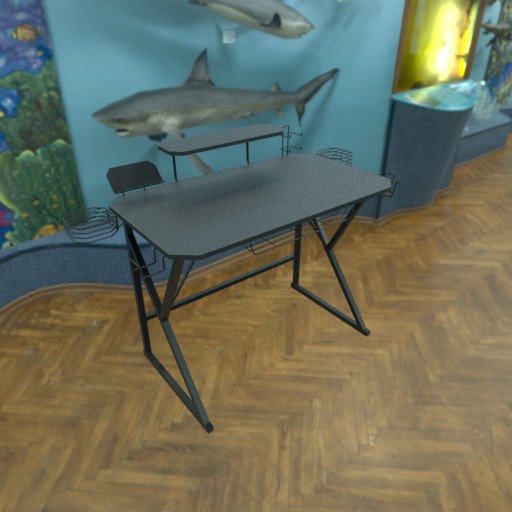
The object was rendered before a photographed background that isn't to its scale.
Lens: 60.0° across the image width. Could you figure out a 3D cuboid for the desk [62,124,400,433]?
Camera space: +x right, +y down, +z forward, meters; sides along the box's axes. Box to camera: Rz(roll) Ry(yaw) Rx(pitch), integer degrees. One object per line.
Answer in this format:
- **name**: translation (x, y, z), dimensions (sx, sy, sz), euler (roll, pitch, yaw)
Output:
- **desk**: translation (0.000, 0.000, 1.781), dimensions (1.290, 0.880, 0.580), euler (-21, 36, -32)
